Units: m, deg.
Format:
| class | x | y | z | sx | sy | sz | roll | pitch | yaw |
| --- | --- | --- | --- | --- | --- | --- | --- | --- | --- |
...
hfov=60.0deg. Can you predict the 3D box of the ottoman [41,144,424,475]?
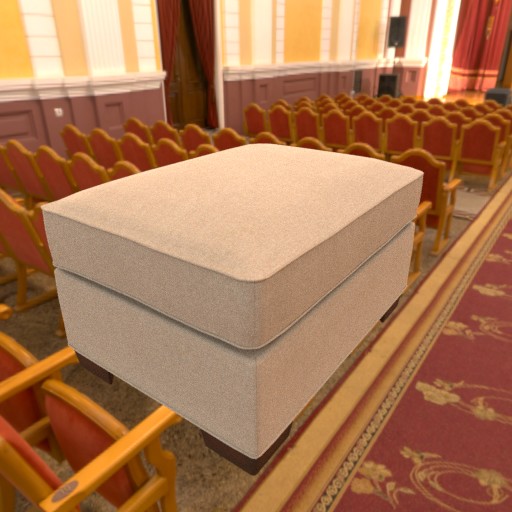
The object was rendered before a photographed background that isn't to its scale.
| class | x | y | z | sx | sy | sz | roll | pitch | yaw |
| --- | --- | --- | --- | --- | --- | --- | --- | --- | --- |
| ottoman | 0.000 | 0.000 | 1.218 | 0.617 | 0.503 | 0.846 | 17 | 30 | 32 |
